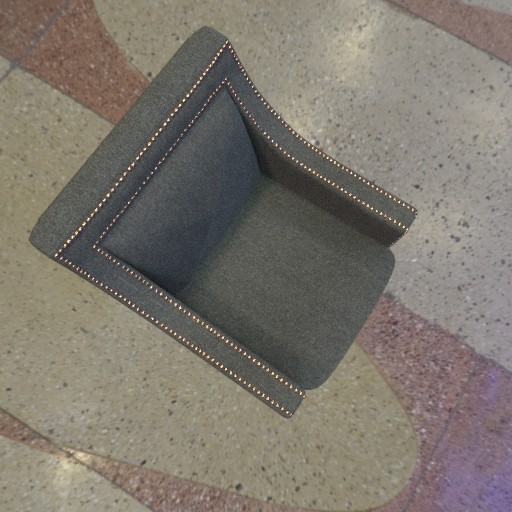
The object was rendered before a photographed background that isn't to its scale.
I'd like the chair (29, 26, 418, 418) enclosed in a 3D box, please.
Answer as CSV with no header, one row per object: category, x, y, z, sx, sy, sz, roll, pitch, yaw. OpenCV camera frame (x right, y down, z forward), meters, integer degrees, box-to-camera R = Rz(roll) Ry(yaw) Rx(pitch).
chair,0.000,0.000,1.565,0.884,0.967,0.776,33,79,8
